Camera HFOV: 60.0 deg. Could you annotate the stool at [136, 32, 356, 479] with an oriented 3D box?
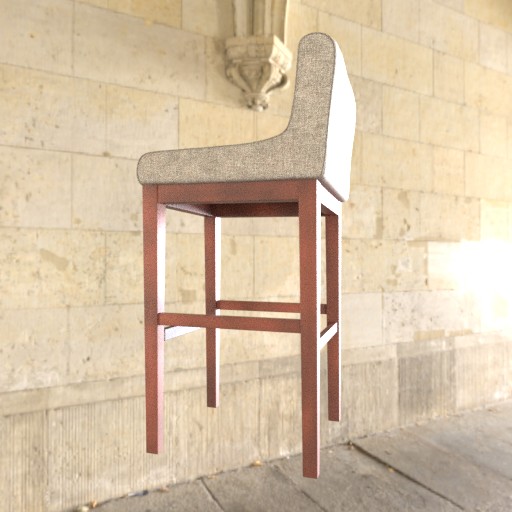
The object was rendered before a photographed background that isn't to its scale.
[{"bbox_3d":[0.000,0.000,1.200,0.499,0.965,0.426,0,-1,18],"label":"stool"}]
